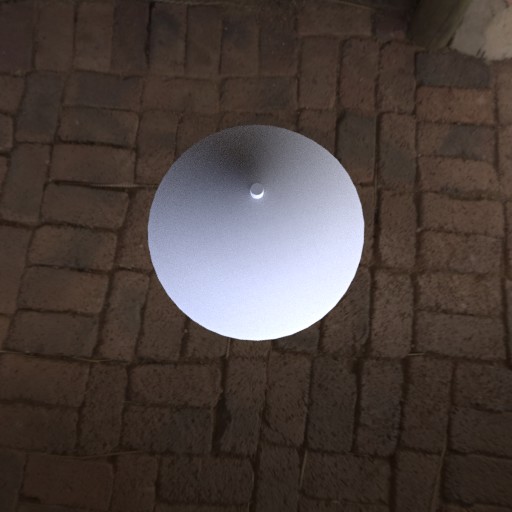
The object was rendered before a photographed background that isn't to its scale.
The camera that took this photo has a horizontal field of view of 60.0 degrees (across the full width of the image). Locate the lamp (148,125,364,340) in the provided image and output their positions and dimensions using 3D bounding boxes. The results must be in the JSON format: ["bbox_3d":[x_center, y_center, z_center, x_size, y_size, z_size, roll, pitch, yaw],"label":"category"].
[{"bbox_3d":[0.000,0.000,0.432,0.171,0.330,0.171,0,76,0],"label":"lamp"}]
